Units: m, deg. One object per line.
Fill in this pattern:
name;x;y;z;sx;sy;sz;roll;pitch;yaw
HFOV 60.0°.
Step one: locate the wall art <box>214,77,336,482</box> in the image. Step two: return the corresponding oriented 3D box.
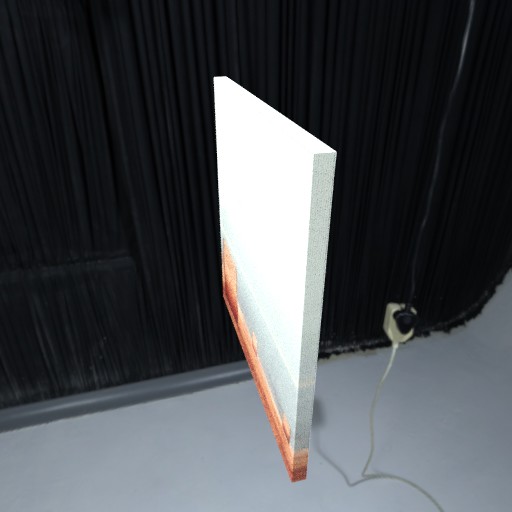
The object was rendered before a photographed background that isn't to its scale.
wall art;0.000;0.000;1.137;0.042;0.760;0.760;-8;31;-13
